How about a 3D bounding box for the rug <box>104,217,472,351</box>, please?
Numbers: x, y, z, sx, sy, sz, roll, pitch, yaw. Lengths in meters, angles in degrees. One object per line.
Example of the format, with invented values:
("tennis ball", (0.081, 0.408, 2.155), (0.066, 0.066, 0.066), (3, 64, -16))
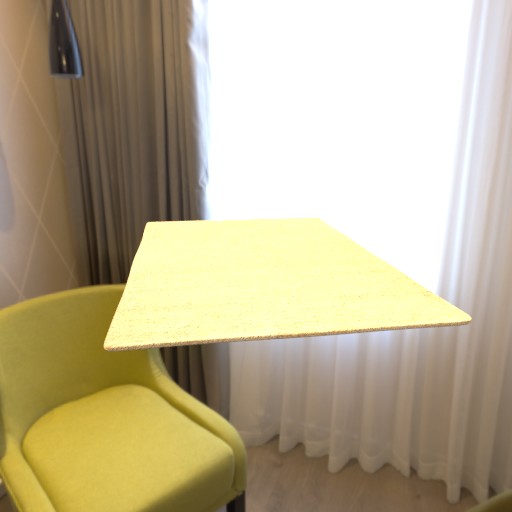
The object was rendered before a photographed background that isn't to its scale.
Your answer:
("rug", (0.000, 0.000, 3.353), (1.798, 0.025, 2.698), (-3, 16, -9))
